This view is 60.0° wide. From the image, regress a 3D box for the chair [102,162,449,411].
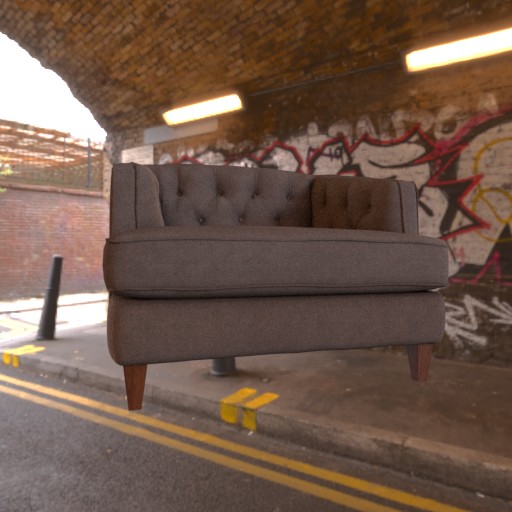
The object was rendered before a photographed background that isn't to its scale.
[{"bbox_3d":[0.000,0.000,1.716,1.104,0.852,0.941,0,0,-18],"label":"chair"}]
